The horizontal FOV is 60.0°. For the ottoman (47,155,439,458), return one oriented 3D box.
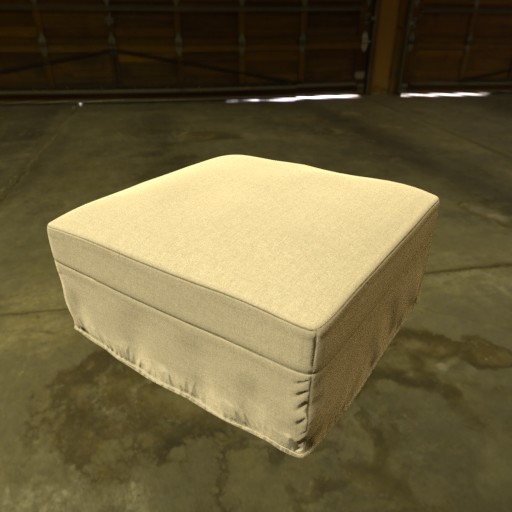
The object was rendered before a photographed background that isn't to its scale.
[{"bbox_3d":[0.000,0.000,1.348,0.843,0.436,0.840,18,33,30],"label":"ottoman"}]
